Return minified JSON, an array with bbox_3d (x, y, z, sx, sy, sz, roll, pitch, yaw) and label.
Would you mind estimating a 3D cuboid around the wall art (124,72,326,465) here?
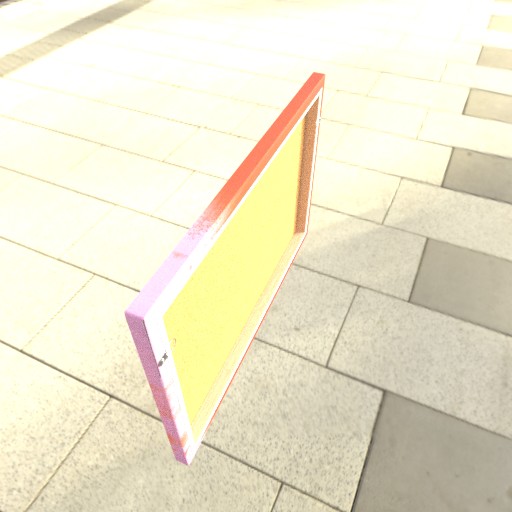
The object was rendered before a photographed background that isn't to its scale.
[{"bbox_3d":[0.000,0.000,1.165,0.040,0.609,0.913,17,48,16],"label":"wall art"}]
